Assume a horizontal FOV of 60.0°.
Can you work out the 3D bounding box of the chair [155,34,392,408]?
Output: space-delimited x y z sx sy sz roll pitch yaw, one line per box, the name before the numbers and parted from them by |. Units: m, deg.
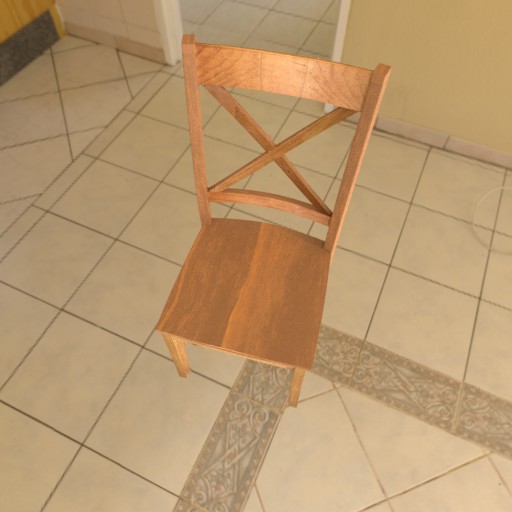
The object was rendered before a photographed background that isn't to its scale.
chair | 0.000 0.000 1.287 0.485 0.983 0.542 13 58 8
